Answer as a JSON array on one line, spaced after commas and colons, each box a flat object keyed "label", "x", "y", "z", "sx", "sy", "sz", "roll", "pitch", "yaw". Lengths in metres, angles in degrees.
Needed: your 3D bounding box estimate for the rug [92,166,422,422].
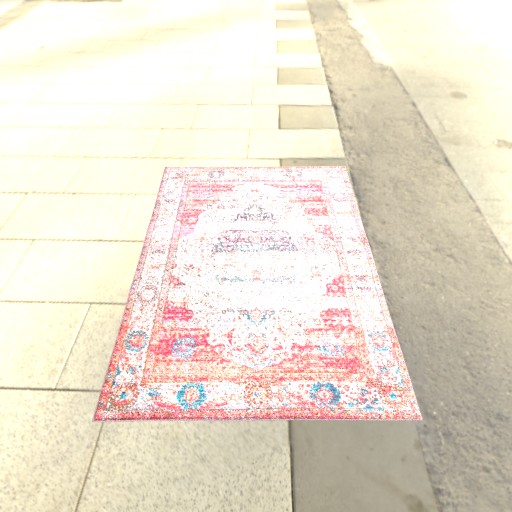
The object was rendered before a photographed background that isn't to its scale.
[{"label": "rug", "x": 0.000, "y": 0.000, "z": 2.314, "sx": 1.219, "sy": 0.006, "sz": 1.829, "roll": 0, "pitch": 42, "yaw": 0}]
